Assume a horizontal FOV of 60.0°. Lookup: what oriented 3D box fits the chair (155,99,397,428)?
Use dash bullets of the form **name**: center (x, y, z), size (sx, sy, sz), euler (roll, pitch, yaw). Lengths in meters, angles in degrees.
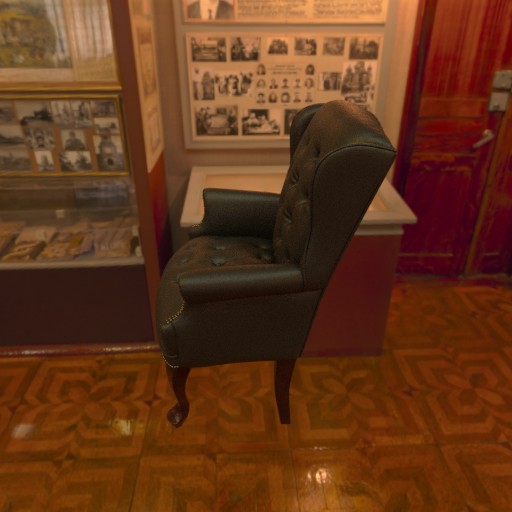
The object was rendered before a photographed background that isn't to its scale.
- **chair**: center (0.000, 0.000, 1.682), size (0.762, 1.111, 0.838), euler (0, 27, -1)
